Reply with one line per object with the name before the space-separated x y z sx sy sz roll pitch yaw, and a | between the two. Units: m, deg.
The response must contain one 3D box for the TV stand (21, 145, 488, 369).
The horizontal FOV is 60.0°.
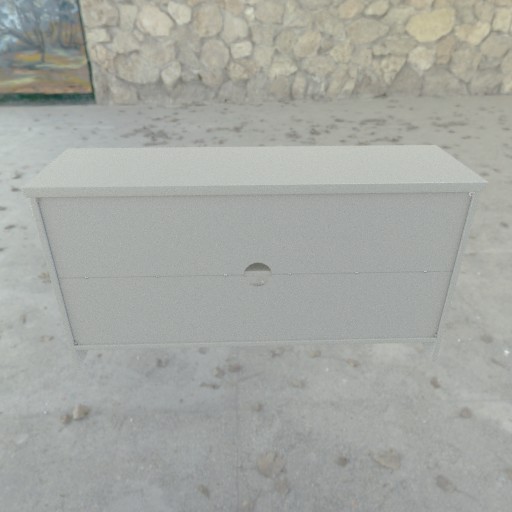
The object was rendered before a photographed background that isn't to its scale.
TV stand | 0.000 0.000 1.404 1.167 0.603 0.344 -1 30 -2
